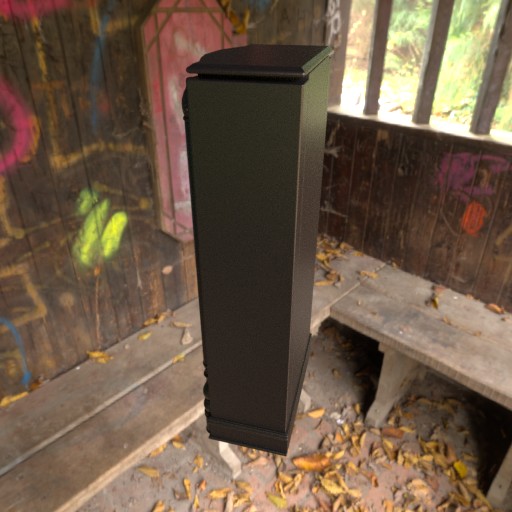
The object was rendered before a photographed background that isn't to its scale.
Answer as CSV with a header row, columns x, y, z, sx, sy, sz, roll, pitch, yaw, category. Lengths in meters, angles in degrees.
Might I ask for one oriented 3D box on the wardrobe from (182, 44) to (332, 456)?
x,y,z,sx,sy,sz,roll,pitch,yaw,category
0.000,0.000,1.208,0.295,1.011,0.444,8,31,13,wardrobe
